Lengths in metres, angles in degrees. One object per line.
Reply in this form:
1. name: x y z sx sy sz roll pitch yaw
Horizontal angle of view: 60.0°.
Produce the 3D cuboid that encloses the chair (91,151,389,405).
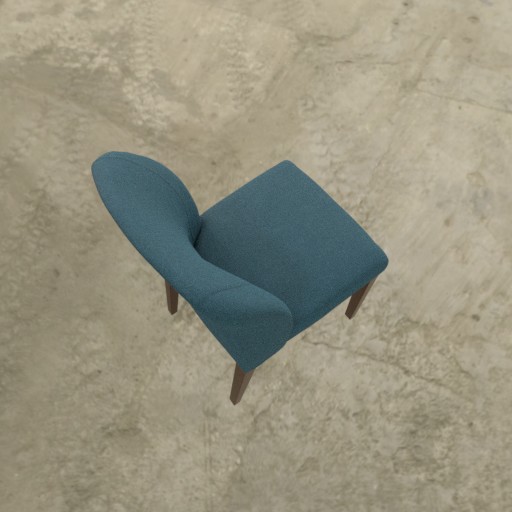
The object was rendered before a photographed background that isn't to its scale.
1. chair: 0.000 0.000 1.262 0.620 0.879 0.507 -33 65 -17
